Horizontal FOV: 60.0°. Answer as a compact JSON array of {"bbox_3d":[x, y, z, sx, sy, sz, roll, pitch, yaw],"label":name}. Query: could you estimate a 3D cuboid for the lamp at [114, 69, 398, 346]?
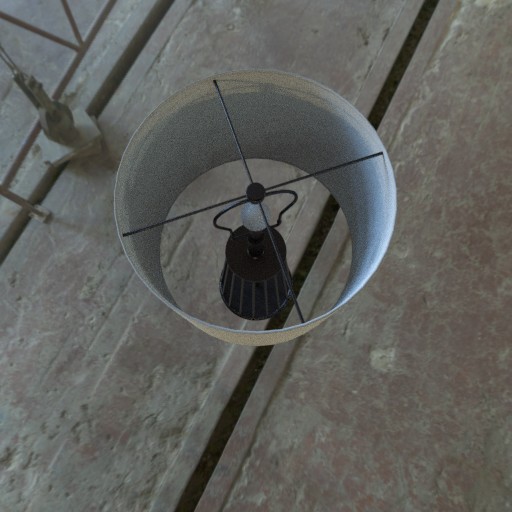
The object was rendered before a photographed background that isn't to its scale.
[{"bbox_3d":[0.000,0.000,0.790,0.322,0.593,0.322,-18,76,-5],"label":"lamp"}]
